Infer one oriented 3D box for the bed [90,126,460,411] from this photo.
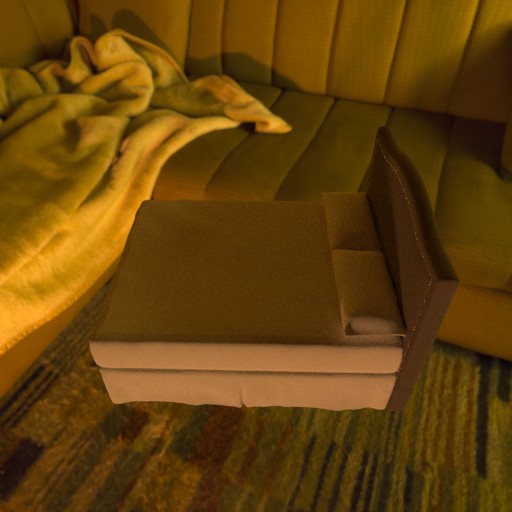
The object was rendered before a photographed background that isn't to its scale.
[{"bbox_3d":[0.000,0.000,3.161,2.036,1.387,1.666,1,42,1],"label":"bed"}]
